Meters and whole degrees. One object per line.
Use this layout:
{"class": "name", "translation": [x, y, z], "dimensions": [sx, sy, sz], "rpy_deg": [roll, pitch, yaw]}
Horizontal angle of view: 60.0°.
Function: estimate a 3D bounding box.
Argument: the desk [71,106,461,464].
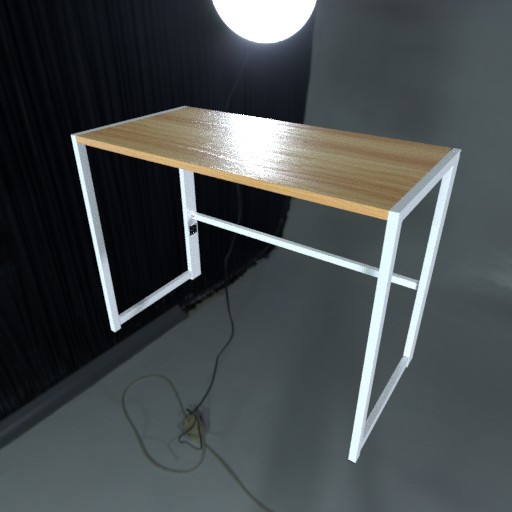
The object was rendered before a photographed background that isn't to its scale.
{"class": "desk", "translation": [0.000, 0.000, 1.466], "dimensions": [1.016, 0.762, 0.508], "rpy_deg": [19, 35, 29]}
